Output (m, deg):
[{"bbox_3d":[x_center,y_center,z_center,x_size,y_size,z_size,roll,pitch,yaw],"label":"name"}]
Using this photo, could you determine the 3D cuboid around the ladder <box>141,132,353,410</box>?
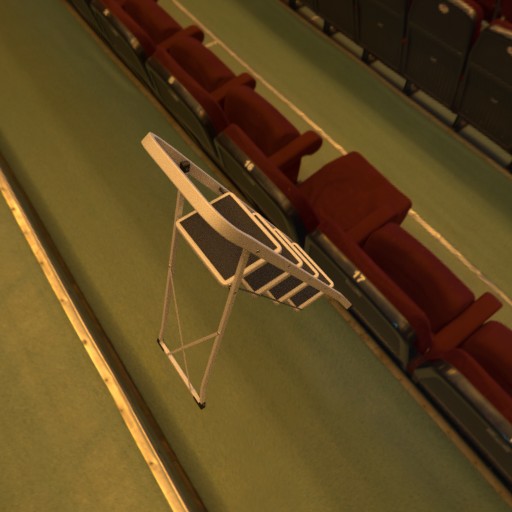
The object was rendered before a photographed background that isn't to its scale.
[{"bbox_3d":[0.000,0.000,1.703,0.914,1.265,0.460,-32,64,-18],"label":"ladder"}]
